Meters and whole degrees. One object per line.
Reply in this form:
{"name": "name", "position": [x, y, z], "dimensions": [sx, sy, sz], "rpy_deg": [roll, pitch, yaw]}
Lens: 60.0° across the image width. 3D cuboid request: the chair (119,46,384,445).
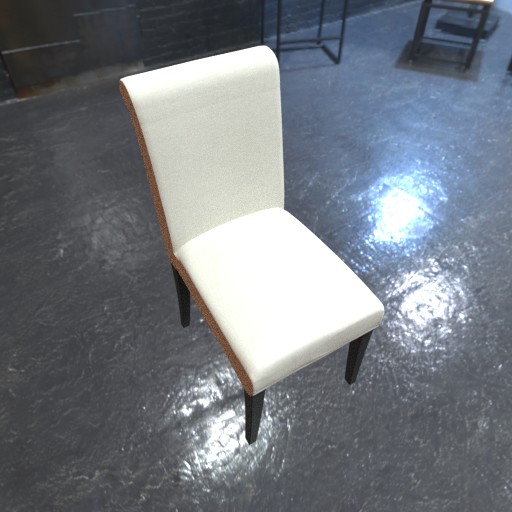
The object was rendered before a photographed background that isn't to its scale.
{"name": "chair", "position": [0.000, 0.000, 1.376], "dimensions": [0.452, 0.976, 0.708], "rpy_deg": [-23, 50, -21]}
